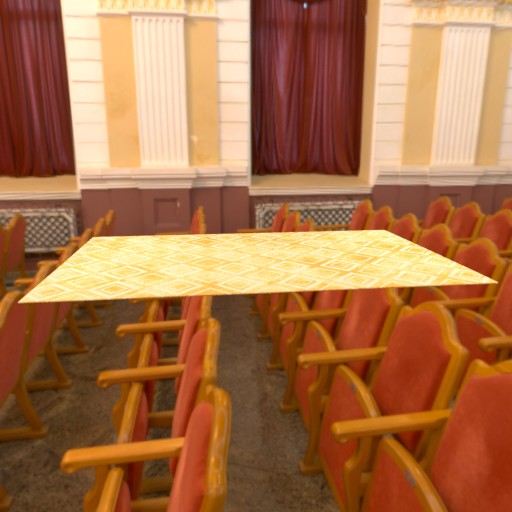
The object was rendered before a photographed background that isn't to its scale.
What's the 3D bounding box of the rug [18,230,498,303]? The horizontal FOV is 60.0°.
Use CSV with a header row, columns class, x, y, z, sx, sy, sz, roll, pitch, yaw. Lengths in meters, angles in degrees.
class,x,y,z,sx,sy,sz,roll,pitch,yaw
rug,0.000,0.000,2.936,2.424,0.010,1.511,-2,14,-7
